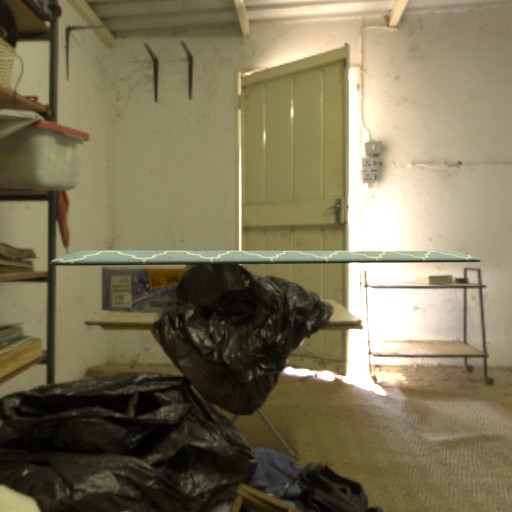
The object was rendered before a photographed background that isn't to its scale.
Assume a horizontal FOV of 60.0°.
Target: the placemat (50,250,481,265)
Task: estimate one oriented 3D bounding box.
[{"bbox_3d":[0.000,0.000,0.954,0.762,0.021,0.508,0,0,-19],"label":"placemat"}]
